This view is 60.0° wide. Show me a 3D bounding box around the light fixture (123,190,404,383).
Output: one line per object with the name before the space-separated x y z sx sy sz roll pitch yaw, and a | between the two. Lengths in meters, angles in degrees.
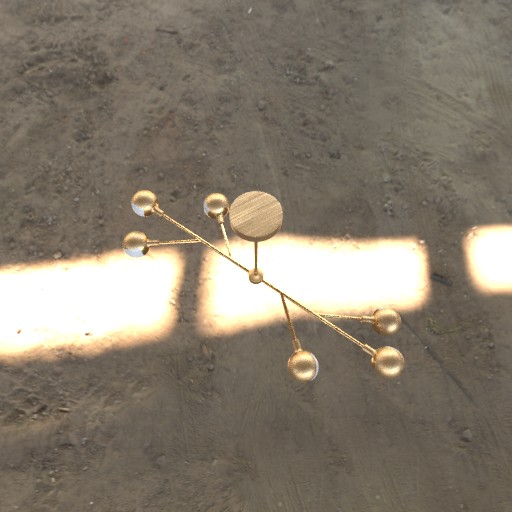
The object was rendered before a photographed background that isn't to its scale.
light fixture | 0.000 0.000 0.998 0.434 0.362 0.778 -36 69 -16
